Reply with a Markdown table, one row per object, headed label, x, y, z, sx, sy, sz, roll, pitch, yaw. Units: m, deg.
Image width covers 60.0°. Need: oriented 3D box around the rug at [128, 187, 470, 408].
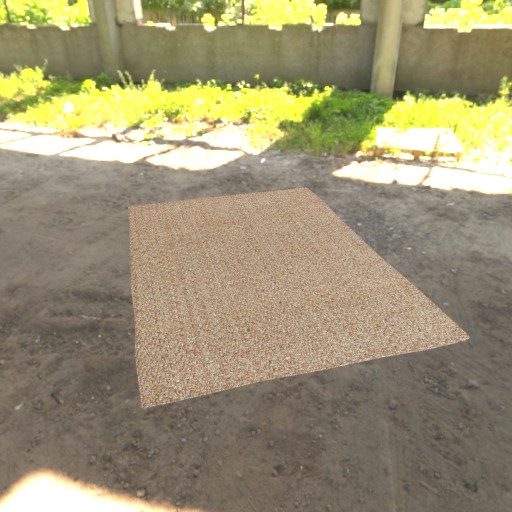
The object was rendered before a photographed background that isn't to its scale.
| label | x | y | z | sx | sy | sz | roll | pitch | yaw |
| --- | --- | --- | --- | --- | --- | --- | --- | --- | --- |
| rug | 0.000 | 0.000 | 2.813 | 1.566 | 0.013 | 2.141 | -8 | 30 | -14 |
